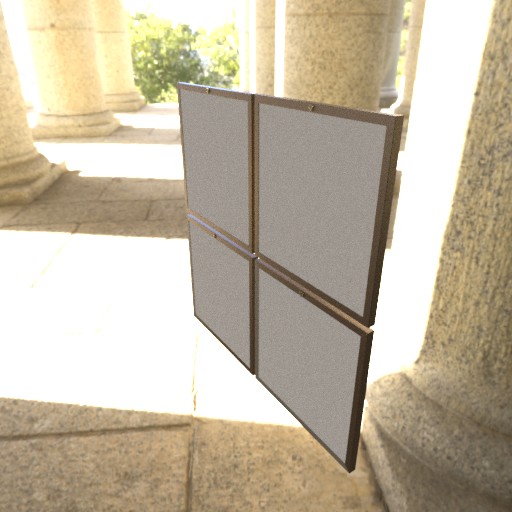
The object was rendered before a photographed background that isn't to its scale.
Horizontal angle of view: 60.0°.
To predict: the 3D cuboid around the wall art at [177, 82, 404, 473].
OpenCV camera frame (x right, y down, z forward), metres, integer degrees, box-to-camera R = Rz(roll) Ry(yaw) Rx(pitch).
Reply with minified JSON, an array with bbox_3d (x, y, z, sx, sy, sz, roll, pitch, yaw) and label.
[{"bbox_3d":[0.000,0.000,1.496,0.030,1.032,1.032,-16,30,-30],"label":"wall art"}]
